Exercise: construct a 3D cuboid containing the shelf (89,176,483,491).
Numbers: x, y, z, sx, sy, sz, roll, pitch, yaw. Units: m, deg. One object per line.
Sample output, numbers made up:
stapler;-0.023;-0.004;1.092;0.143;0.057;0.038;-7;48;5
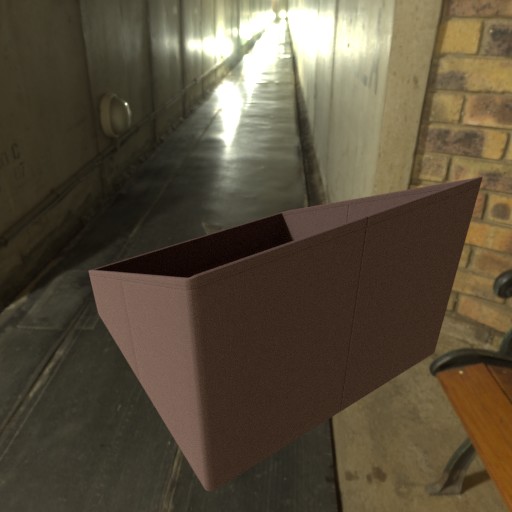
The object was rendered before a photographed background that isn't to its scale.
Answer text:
shelf;0.000;0.000;0.477;0.292;0.210;0.292;-19;36;-29
